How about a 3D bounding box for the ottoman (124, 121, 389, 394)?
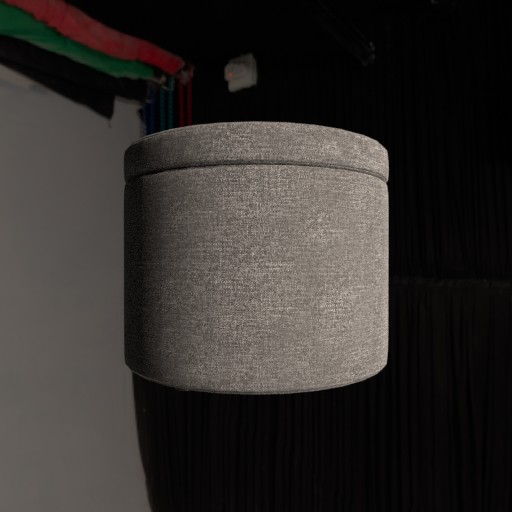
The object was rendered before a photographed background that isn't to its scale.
[{"bbox_3d":[0.000,0.000,0.872,0.500,0.419,0.500,0,0,0],"label":"ottoman"}]
